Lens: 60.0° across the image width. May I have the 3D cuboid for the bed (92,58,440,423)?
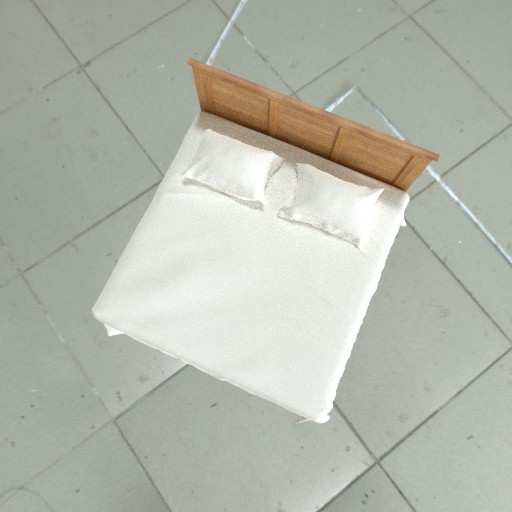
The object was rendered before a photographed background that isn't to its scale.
[{"bbox_3d":[0.000,0.000,3.657,2.317,1.270,2.215,23,77,6],"label":"bed"}]
